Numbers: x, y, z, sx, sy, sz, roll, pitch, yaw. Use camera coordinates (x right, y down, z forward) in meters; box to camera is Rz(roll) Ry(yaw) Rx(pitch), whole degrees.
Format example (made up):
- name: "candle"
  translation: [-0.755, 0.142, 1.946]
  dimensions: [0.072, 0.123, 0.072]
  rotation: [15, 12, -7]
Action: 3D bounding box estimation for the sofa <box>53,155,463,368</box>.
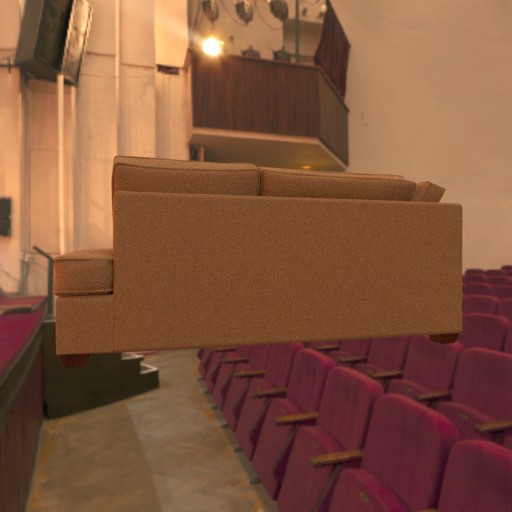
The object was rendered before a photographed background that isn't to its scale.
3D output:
- name: "sofa"
  translation: [0.000, 0.000, 2.826]
  dimensions: [2.237, 1.033, 1.110]
  rotation: [0, 0, -15]
